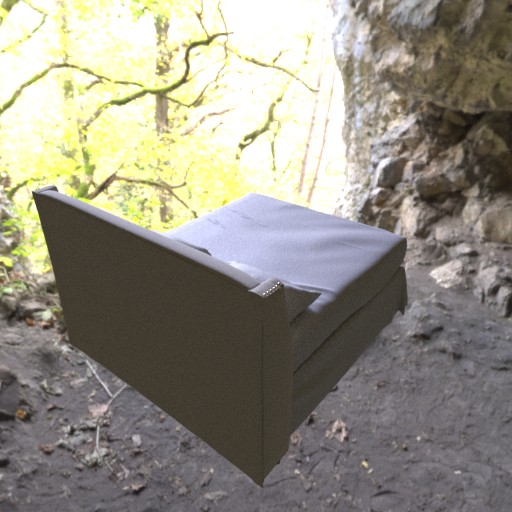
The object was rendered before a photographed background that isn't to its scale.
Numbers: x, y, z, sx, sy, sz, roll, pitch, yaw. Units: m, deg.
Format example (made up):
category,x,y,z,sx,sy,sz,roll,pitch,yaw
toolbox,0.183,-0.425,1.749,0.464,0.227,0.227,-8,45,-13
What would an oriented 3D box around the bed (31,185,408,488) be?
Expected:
category,x,y,z,sx,sy,sz,roll,pitch,yaw
bed,0.000,0.000,3.395,1.925,1.332,2.276,22,36,33
